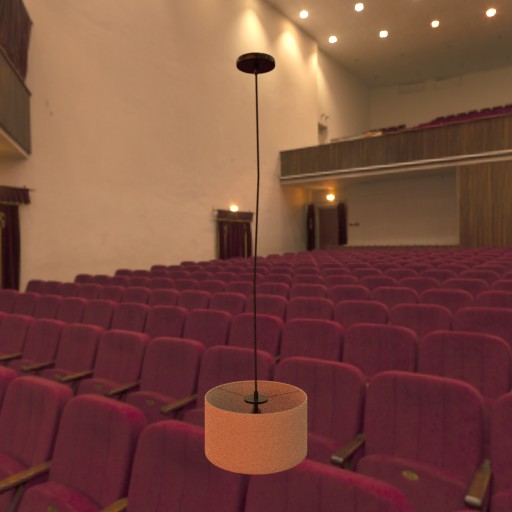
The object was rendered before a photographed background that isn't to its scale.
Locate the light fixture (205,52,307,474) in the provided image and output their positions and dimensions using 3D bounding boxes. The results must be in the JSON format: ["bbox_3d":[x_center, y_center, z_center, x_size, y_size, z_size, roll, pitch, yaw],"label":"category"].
[{"bbox_3d":[0.000,0.000,1.732,0.399,1.516,0.399,0,1,0],"label":"light fixture"}]
